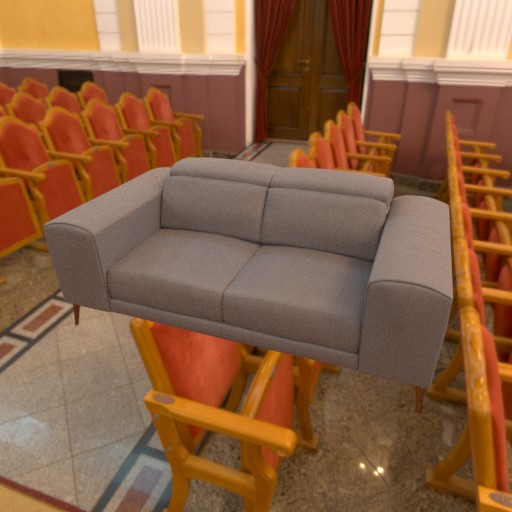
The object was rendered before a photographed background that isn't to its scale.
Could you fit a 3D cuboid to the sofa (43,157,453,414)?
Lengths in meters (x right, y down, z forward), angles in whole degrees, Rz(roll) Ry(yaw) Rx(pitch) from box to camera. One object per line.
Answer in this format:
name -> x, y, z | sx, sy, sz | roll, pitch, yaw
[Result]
sofa -> 0.000, 0.000, 2.382 | 1.895, 0.779, 1.003 | 10, 29, 18
